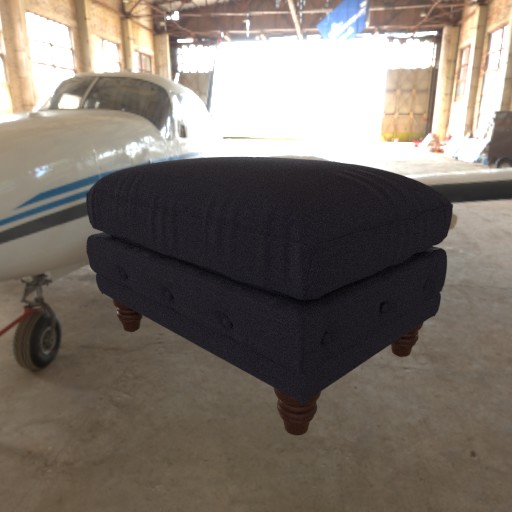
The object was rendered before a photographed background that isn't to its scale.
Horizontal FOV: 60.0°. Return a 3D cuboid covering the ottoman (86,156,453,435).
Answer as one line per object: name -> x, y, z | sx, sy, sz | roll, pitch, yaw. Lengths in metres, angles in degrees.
ottoman -> 0.000, 0.000, 1.135 | 0.558, 0.486, 0.767 | -16, 23, -43
